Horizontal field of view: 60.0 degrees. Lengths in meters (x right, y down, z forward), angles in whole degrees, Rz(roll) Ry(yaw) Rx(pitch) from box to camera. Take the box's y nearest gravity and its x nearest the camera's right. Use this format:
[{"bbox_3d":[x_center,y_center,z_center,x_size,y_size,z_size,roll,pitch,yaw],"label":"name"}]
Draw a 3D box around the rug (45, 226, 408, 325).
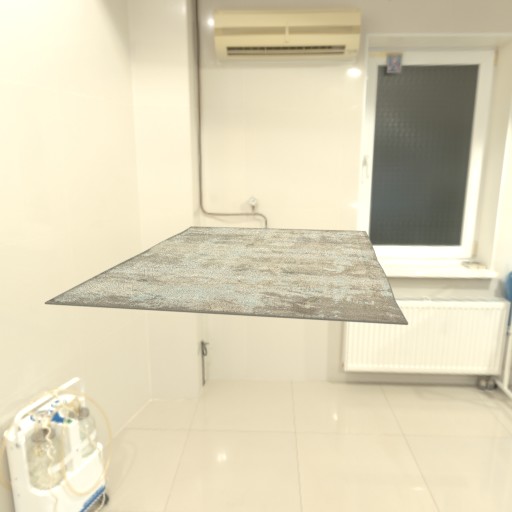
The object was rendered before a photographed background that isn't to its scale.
[{"bbox_3d":[0.000,0.000,4.422,2.393,0.013,3.307,2,13,9],"label":"rug"}]
